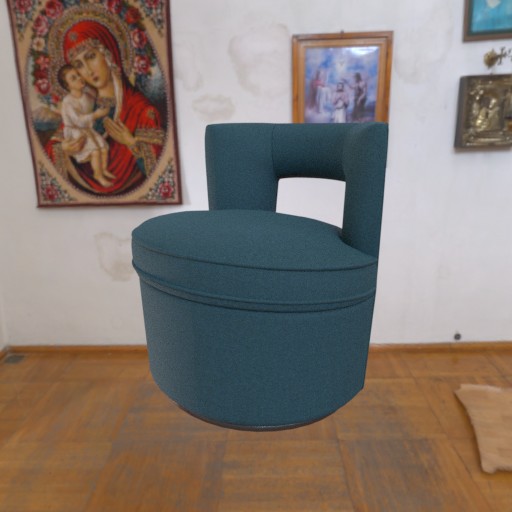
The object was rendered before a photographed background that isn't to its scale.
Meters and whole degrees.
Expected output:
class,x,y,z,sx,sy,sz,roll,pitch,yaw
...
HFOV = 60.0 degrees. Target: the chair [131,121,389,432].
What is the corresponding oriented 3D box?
class,x,y,z,sx,sy,sz,roll,pitch,yaw
chair,0.000,0.000,1.226,0.660,0.711,0.684,-15,22,-42
